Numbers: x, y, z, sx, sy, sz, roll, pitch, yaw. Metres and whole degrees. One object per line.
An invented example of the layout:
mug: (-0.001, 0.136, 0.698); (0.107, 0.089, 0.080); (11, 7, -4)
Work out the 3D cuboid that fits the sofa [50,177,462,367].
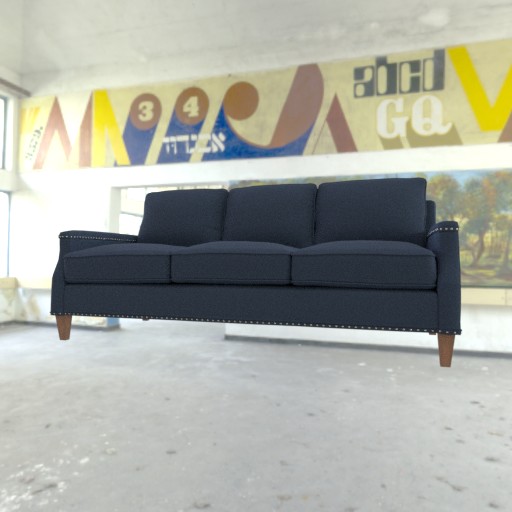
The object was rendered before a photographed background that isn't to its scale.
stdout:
sofa: (0.000, 0.000, 2.776); (2.246, 1.003, 1.084); (0, 0, 18)
